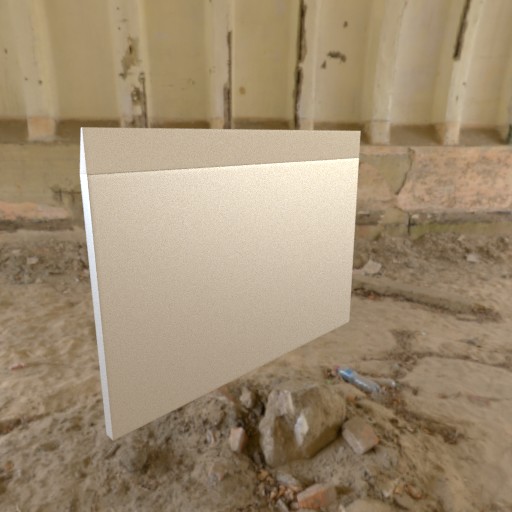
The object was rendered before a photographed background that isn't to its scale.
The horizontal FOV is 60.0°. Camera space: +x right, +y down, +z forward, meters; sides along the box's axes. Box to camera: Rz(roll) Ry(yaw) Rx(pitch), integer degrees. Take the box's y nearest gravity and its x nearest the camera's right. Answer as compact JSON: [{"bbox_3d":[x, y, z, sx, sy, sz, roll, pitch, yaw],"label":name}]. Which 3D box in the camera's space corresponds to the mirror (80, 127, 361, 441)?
[{"bbox_3d":[0.000,0.000,1.149,0.870,0.630,0.030,-15,21,-43],"label":"mirror"}]
